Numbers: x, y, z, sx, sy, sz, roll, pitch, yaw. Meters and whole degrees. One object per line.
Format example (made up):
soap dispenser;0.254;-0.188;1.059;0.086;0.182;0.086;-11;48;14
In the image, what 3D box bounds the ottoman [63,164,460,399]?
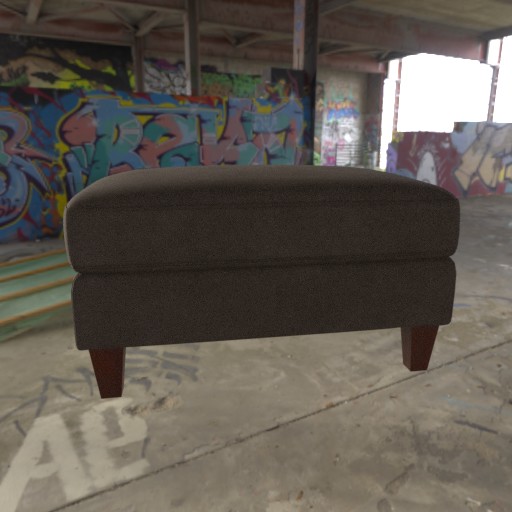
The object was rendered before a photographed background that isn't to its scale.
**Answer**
ottoman;0.000;0.000;1.211;0.864;0.483;0.584;-2;15;-9
